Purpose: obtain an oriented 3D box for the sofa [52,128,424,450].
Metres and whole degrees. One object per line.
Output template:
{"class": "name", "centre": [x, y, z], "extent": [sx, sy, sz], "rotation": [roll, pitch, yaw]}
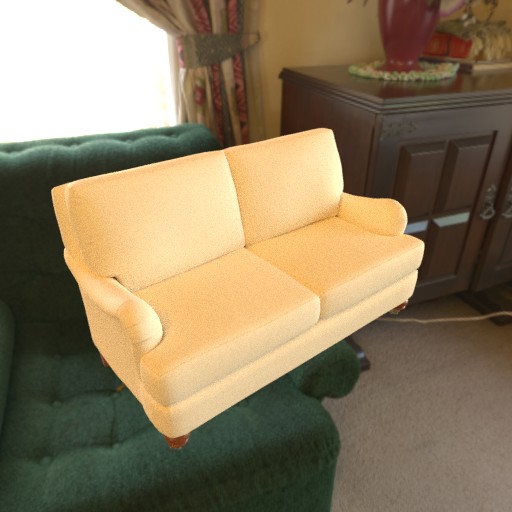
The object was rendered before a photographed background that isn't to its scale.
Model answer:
{"class": "sofa", "centre": [0.000, 0.000, 2.525], "extent": [1.853, 1.101, 1.084], "rotation": [-21, 36, -33]}
